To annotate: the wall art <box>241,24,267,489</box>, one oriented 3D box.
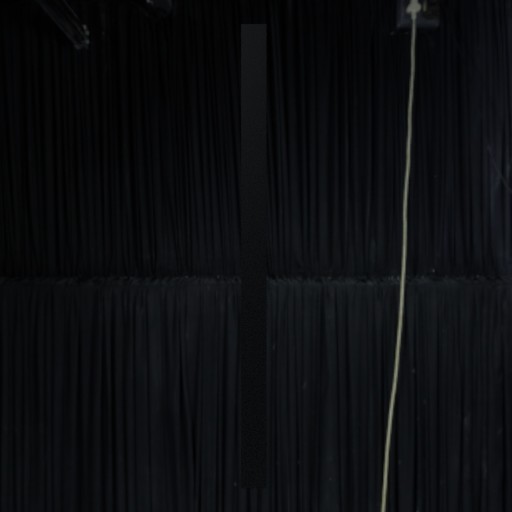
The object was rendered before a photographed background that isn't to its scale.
[{"bbox_3d":[0.000,0.000,0.763,0.031,0.558,0.461,0,0,1],"label":"wall art"}]
